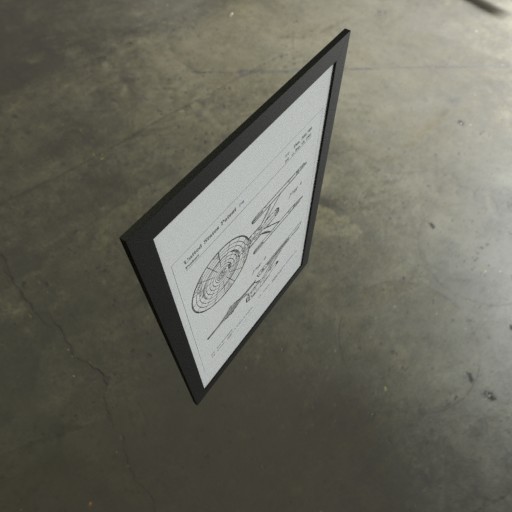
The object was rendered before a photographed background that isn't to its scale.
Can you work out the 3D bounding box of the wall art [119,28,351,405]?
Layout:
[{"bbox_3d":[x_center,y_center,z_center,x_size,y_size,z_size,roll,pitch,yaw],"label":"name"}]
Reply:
[{"bbox_3d":[0.000,0.000,0.673,0.008,0.530,0.379,31,63,18],"label":"wall art"}]
